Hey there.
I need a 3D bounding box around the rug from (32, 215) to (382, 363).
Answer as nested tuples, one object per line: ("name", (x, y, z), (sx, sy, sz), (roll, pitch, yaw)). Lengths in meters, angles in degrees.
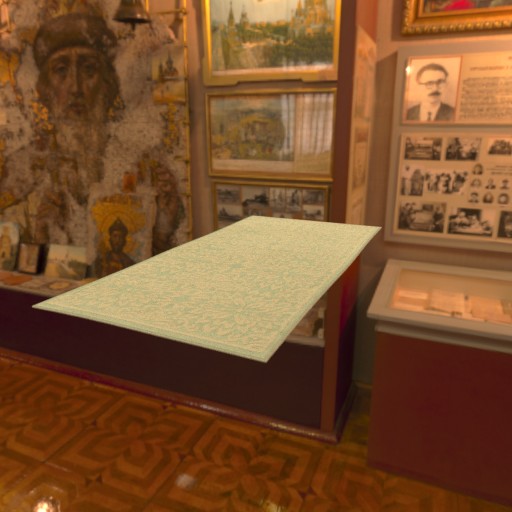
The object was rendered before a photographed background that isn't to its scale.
("rug", (0.000, 0.000, 1.451), (0.604, 0.007, 1.219), (7, 18, 24))
